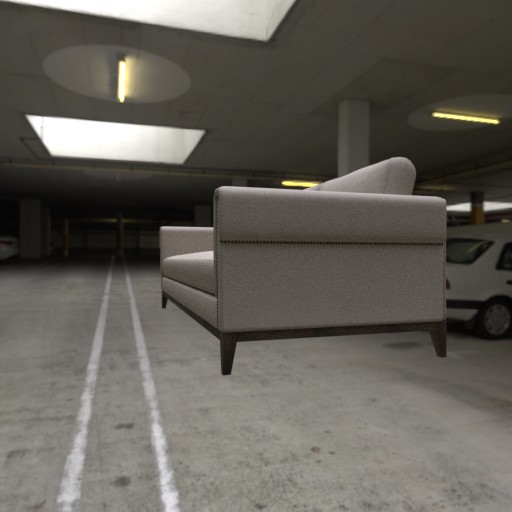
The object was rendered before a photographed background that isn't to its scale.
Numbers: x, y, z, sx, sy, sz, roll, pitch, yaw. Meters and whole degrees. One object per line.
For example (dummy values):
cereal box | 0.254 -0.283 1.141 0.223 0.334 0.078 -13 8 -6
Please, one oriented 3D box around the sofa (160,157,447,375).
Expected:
sofa | 0.000 0.000 2.708 0.959 0.838 2.210 0 0 -18
